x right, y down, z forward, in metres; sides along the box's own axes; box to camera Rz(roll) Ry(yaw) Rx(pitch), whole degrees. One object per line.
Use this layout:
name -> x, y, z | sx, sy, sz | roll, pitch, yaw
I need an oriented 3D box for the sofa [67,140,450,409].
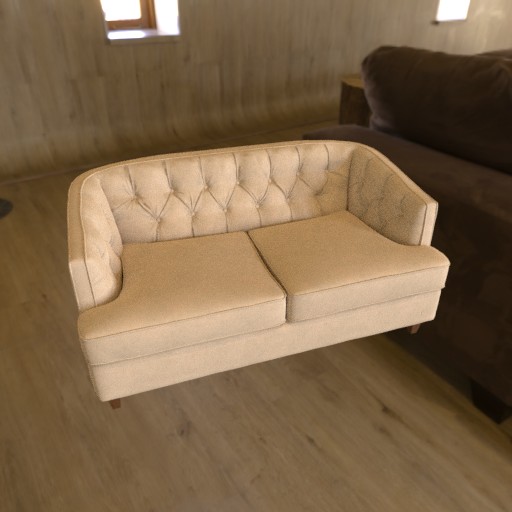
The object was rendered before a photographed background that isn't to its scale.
sofa -> 0.000, 0.000, 2.293 | 1.731, 0.878, 0.940 | -10, 33, -16
